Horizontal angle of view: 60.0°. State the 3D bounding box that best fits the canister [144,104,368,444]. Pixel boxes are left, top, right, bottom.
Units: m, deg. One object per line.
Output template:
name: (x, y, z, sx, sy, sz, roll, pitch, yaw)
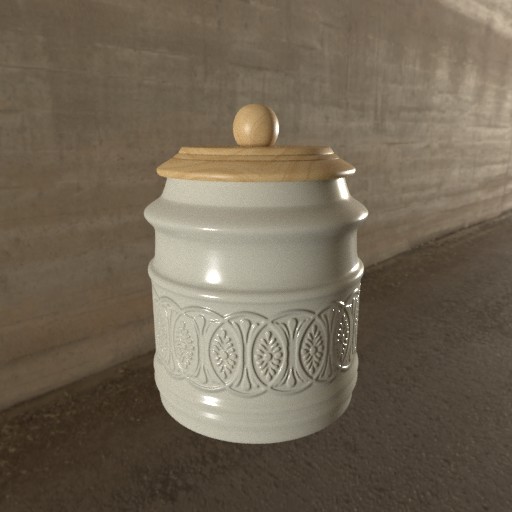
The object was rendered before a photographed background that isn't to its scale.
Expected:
canister: (0.000, 0.000, 0.271, 0.130, 0.176, 0.130, 0, 15, 0)
